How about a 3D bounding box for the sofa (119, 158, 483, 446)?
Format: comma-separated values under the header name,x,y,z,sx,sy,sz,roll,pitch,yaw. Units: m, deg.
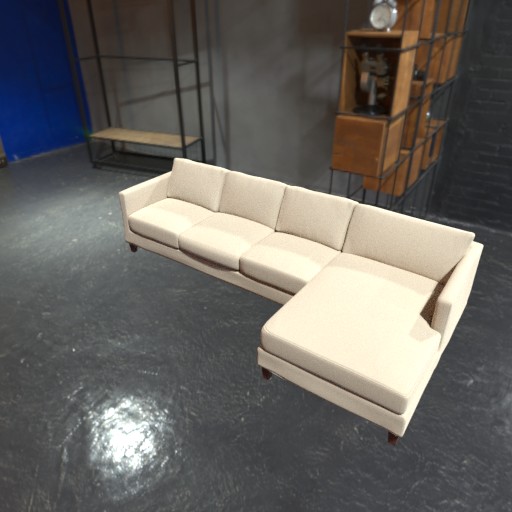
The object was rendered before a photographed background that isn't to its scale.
name,x,y,z,sx,sy,sz,roll,pitch,yaw
sofa,0.000,0.000,3.763,3.186,0.861,1.625,20,36,30
